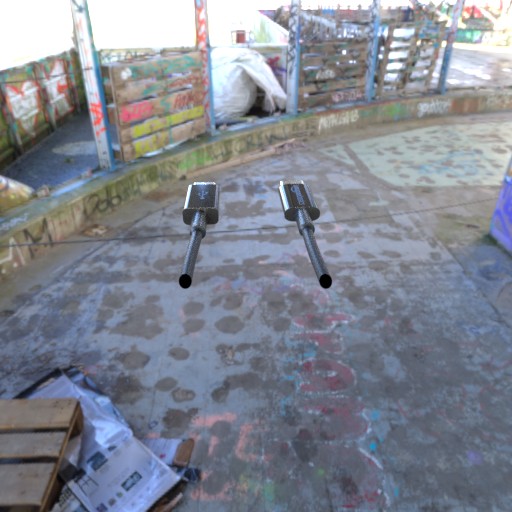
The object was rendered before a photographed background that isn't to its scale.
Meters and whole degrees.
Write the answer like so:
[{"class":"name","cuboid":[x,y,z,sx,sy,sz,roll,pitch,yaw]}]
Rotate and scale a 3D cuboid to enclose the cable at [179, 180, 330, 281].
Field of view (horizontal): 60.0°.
[{"class":"cable","cuboid":[0.000,0.000,0.110,0.040,0.006,0.098,-1,30,-3]}]
